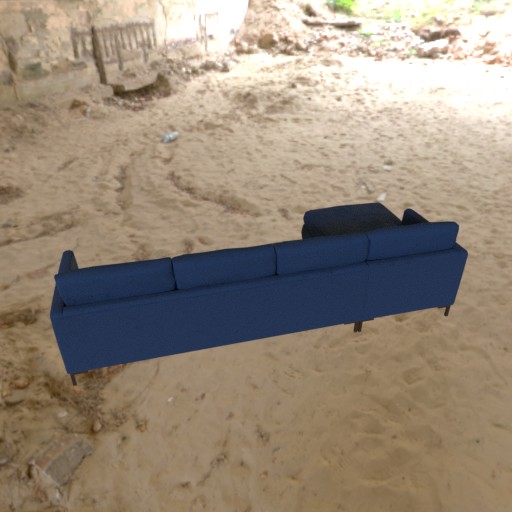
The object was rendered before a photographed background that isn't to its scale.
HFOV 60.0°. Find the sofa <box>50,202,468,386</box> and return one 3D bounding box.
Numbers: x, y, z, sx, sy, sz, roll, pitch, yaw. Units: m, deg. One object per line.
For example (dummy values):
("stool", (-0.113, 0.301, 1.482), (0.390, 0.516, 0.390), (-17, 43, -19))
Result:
("sofa", (0.000, 0.000, 2.984), (2.450, 0.679, 1.128), (-8, 32, -13))
